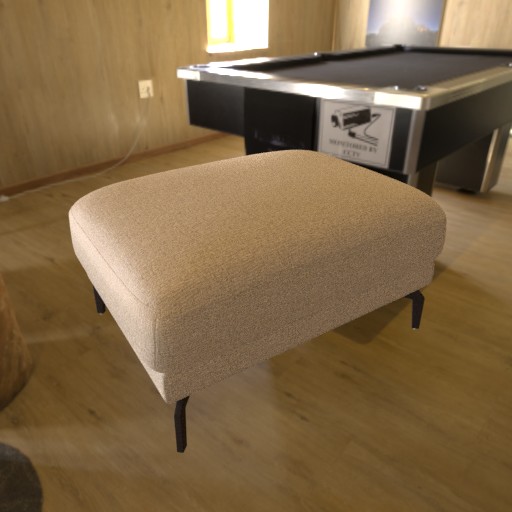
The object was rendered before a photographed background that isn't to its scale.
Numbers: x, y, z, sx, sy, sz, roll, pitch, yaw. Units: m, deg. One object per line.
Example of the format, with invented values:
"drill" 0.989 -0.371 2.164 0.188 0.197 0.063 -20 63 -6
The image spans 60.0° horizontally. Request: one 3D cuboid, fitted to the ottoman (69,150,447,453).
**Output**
"ottoman" 0.000 0.000 1.109 0.772 0.420 0.568 -18 34 -29
